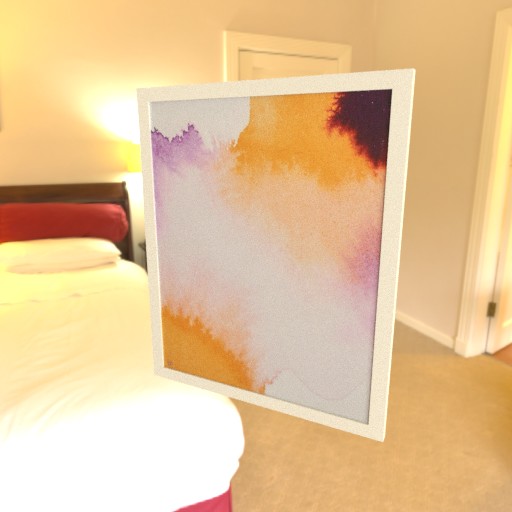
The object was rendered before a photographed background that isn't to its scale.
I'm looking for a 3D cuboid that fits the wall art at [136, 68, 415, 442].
[{"bbox_3d":[0.000,0.000,0.615,0.382,0.456,0.013,7,16,26],"label":"wall art"}]
